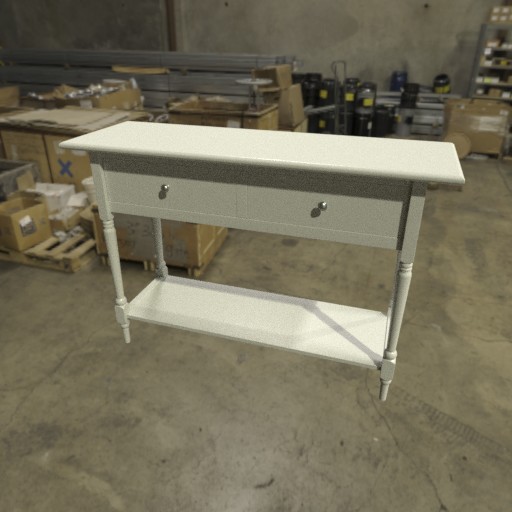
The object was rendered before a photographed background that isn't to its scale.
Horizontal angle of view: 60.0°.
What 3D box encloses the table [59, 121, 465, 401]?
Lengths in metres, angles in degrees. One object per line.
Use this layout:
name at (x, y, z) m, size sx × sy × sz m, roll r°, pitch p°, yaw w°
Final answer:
table at (0.000, 0.000, 1.589) m, size 1.197 × 0.808 × 0.384 m, roll 9°, pitch 28°, yaw 16°
